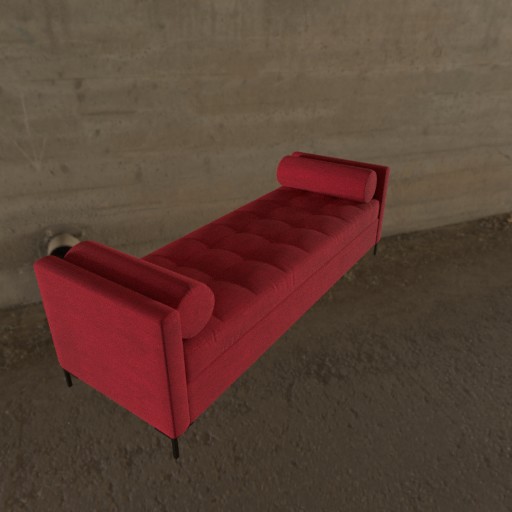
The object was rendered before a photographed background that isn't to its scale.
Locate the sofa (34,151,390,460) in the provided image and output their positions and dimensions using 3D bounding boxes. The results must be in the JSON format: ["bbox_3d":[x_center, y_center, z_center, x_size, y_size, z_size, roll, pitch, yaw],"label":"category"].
[{"bbox_3d":[0.000,0.000,2.347,0.686,0.635,1.981,18,33,30],"label":"sofa"}]
